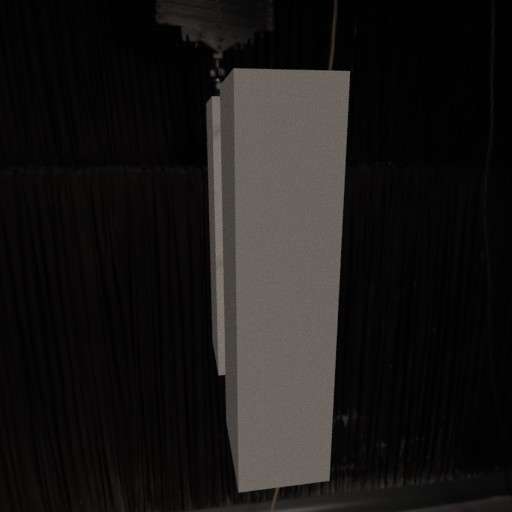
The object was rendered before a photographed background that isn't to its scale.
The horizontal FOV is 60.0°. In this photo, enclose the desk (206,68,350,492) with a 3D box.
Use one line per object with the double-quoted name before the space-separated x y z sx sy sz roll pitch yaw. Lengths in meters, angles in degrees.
"desk" 0.000 0.000 2.876 0.480 2.000 1.770 -2 15 -9
